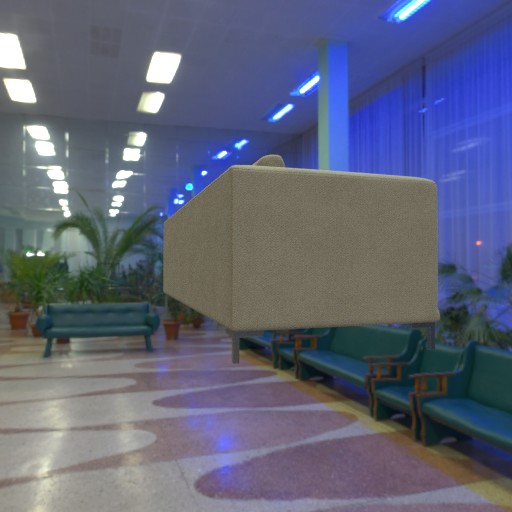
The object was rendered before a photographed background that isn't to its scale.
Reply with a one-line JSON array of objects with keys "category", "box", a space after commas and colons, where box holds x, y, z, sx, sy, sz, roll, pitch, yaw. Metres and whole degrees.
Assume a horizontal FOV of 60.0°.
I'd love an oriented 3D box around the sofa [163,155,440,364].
[{"category": "sofa", "box": [0.000, 0.000, 2.967, 0.969, 0.867, 2.415, 0, -1, -18]}]
